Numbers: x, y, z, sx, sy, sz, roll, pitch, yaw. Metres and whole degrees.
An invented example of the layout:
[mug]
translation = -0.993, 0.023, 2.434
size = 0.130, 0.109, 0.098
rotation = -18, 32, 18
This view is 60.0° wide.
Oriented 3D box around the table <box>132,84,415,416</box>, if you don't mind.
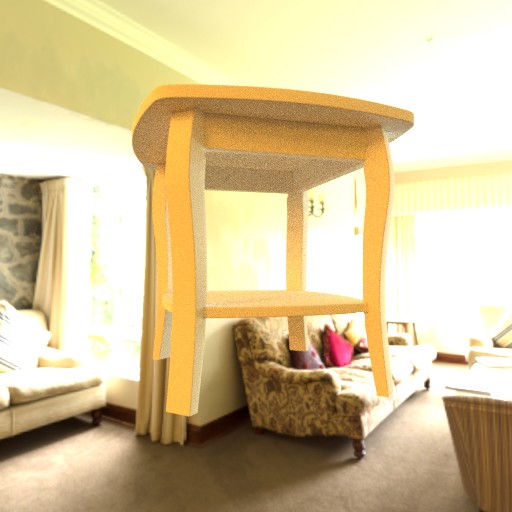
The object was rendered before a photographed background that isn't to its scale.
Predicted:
[table]
translation = 0.000, 0.000, 0.834
size = 0.451, 0.438, 0.502
rotation = 0, -1, -16
